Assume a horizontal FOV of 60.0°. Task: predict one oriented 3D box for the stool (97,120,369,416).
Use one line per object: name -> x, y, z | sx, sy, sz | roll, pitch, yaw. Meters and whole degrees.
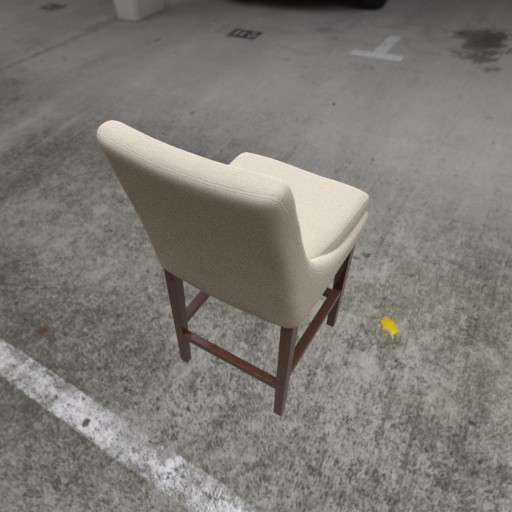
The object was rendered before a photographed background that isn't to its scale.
stool -> 0.000, 0.000, 1.287 | 0.470, 0.981, 0.577 | 24, 51, 21
